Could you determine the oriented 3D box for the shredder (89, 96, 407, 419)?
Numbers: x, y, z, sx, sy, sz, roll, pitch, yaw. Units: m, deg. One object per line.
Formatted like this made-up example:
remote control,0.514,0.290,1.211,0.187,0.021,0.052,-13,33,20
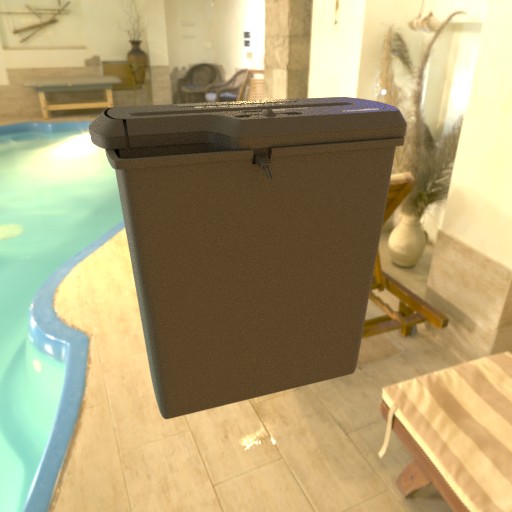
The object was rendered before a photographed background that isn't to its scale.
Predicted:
shredder,0.000,0.000,0.514,0.320,0.335,0.170,-9,28,-16
